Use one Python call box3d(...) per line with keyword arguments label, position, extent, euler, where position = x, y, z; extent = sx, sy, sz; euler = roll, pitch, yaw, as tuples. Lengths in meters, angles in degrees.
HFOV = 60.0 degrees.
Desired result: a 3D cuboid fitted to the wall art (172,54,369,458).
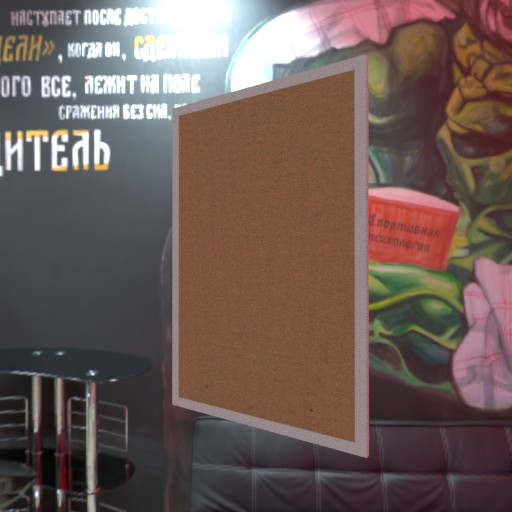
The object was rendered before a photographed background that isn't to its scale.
box3d(label="wall art", position=(0.000, 0.000, 1.258), extent=(0.660, 0.965, 0.015), euler=(0, 0, 36))
